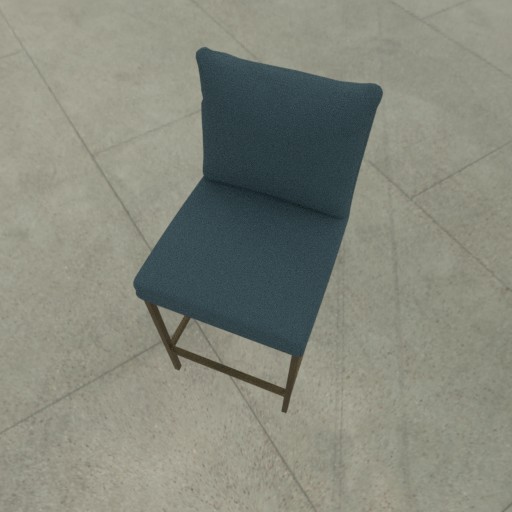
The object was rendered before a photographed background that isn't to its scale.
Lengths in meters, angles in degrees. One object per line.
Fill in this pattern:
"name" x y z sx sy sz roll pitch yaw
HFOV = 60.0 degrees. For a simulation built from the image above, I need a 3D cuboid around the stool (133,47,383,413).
"stool" 0.000 0.000 1.326 0.463 1.032 0.568 18 59 12
